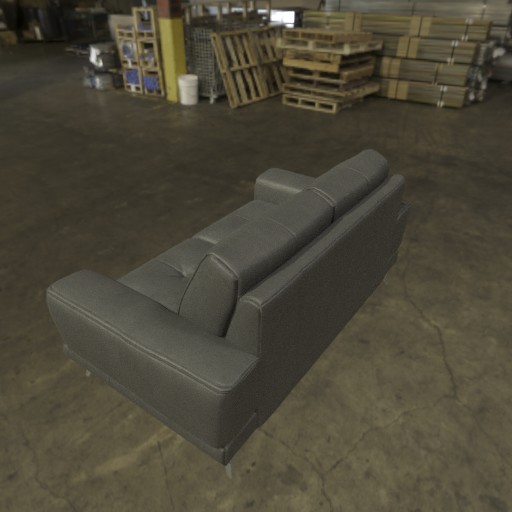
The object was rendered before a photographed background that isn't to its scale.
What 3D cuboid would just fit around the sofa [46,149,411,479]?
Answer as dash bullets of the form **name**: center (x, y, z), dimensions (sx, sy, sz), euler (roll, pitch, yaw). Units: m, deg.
- **sofa**: center (0.000, 0.000, 2.304), dimensions (1.018, 0.907, 1.806), euler (21, 38, 30)
